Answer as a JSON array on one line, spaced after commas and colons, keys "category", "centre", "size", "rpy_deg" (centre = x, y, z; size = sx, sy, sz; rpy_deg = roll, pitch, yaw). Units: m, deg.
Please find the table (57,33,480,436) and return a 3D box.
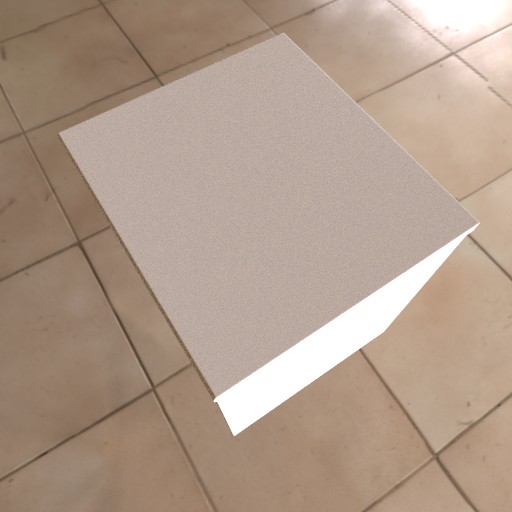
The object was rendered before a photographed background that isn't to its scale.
[{"category": "table", "centre": [0.000, 0.000, 0.779], "size": [0.380, 0.460, 0.420], "rpy_deg": [-30, 67, -14]}]
